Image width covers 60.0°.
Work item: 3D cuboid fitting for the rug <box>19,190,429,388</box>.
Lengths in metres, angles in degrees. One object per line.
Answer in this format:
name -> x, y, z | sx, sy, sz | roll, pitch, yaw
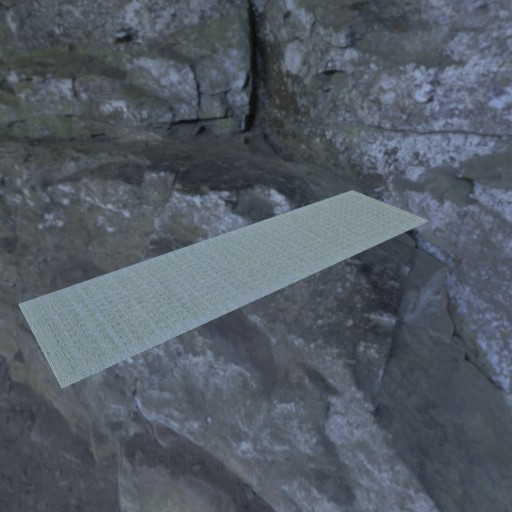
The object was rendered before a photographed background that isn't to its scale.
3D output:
rug -> 0.000, 0.000, 2.602 | 2.437, 0.006, 0.686 | -21, 37, -32
